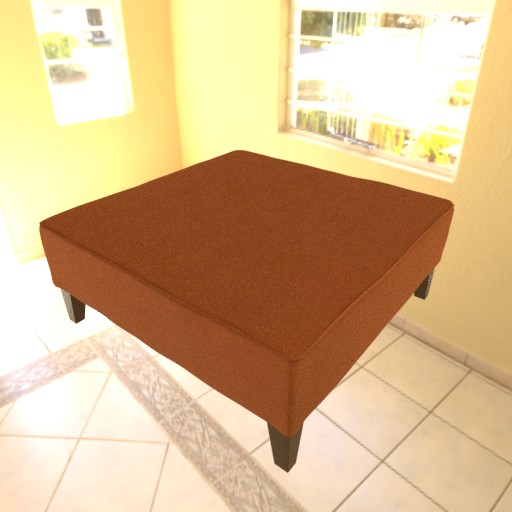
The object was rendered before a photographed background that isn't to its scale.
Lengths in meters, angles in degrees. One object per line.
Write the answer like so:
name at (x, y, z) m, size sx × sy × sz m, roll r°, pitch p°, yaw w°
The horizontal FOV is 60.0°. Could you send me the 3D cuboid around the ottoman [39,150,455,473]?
ottoman at (0.000, 0.000, 1.539) m, size 0.997 × 0.438 × 0.999 m, roll 22°, pitch 37°, yaw 32°
